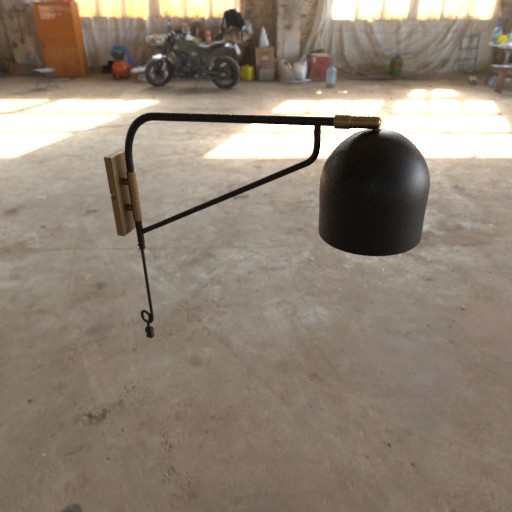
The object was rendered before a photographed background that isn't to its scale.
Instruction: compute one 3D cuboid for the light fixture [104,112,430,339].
[{"bbox_3d":[0.000,0.000,1.072,0.720,0.696,0.215,9,32,16],"label":"light fixture"}]
